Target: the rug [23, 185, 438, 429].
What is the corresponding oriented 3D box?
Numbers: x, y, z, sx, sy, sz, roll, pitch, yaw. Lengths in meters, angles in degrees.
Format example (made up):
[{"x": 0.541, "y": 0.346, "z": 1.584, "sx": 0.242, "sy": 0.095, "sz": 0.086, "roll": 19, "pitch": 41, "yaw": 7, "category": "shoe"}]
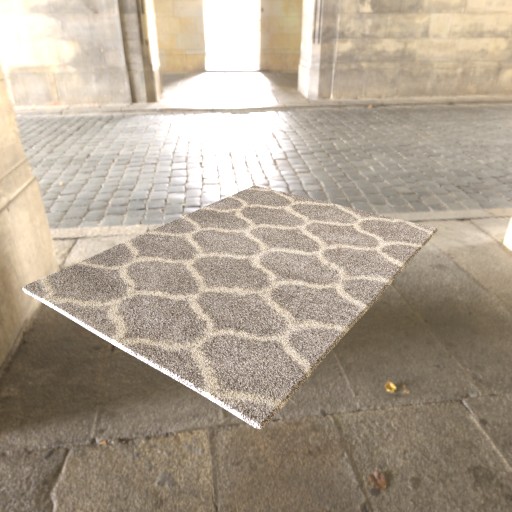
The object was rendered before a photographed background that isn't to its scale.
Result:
[{"x": 0.000, "y": 0.000, "z": 2.059, "sx": 1.200, "sy": 0.025, "sz": 1.600, "roll": 19, "pitch": 33, "yaw": 31, "category": "rug"}]
